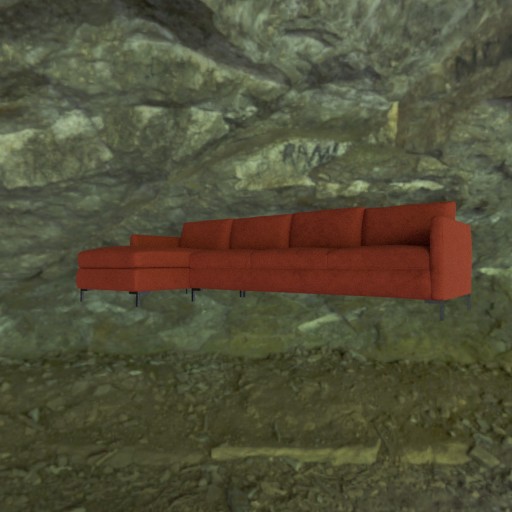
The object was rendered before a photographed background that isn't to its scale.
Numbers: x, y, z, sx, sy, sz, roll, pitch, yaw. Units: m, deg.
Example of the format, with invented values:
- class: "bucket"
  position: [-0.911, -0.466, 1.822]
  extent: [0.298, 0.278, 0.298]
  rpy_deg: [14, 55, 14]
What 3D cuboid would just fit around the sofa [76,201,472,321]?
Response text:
- class: "sofa"
  position: [0.000, 0.000, 2.954]
  extent: [2.467, 0.663, 1.136]
  rpy_deg: [-1, -1, 36]
